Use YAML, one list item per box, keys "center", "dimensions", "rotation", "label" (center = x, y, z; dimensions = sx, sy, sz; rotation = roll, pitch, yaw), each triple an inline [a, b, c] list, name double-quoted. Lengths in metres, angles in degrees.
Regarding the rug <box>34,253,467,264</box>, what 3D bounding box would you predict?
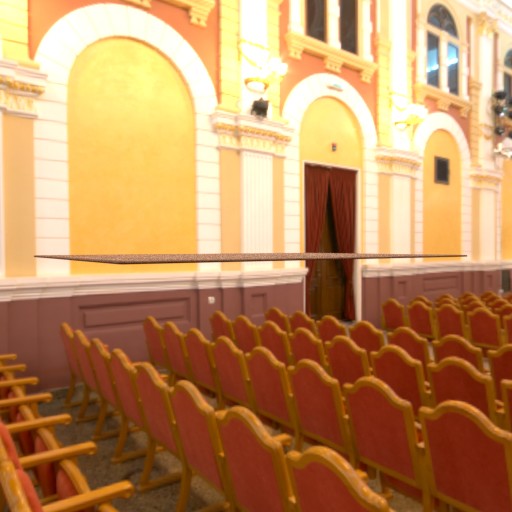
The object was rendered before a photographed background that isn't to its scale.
- center: [0.000, 0.000, 2.798]
  dimensions: [2.286, 0.011, 1.524]
  rotation: [-1, 1, -37]
  label: "rug"
